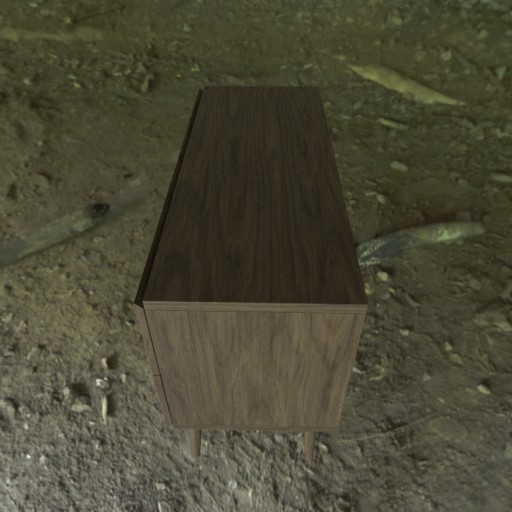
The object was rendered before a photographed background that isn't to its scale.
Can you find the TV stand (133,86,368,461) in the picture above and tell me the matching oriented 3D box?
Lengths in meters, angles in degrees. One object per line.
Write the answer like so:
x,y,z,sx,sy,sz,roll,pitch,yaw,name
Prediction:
0.000,0.000,1.348,0.405,0.660,0.990,1,41,1,TV stand
